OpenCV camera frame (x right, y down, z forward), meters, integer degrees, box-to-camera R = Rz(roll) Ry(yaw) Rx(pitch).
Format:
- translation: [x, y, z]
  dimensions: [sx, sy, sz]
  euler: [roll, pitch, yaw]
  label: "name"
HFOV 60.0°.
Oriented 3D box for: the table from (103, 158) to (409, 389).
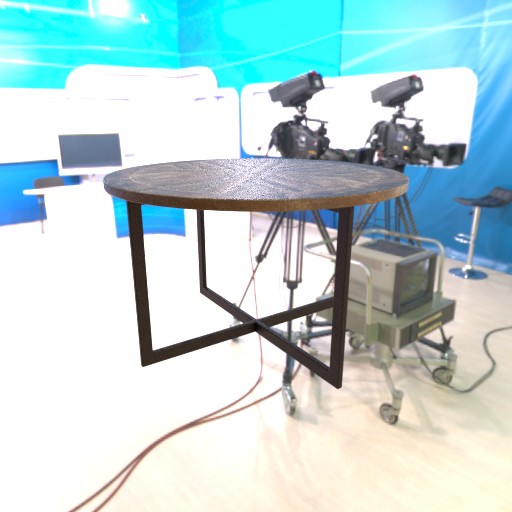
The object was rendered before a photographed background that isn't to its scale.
- translation: [0.000, 0.000, 2.041]
  dimensions: [1.264, 0.762, 1.264]
  euler: [0, 18, 0]
  label: "table"
